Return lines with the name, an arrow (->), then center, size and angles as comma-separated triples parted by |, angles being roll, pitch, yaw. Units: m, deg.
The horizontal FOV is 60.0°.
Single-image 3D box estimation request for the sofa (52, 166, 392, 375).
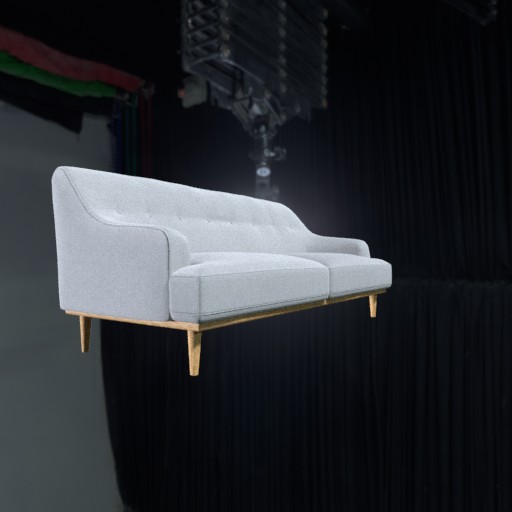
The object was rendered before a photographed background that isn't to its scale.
sofa -> 0.000, 0.000, 2.619 | 0.978, 0.871, 2.057 | 0, 0, 35
